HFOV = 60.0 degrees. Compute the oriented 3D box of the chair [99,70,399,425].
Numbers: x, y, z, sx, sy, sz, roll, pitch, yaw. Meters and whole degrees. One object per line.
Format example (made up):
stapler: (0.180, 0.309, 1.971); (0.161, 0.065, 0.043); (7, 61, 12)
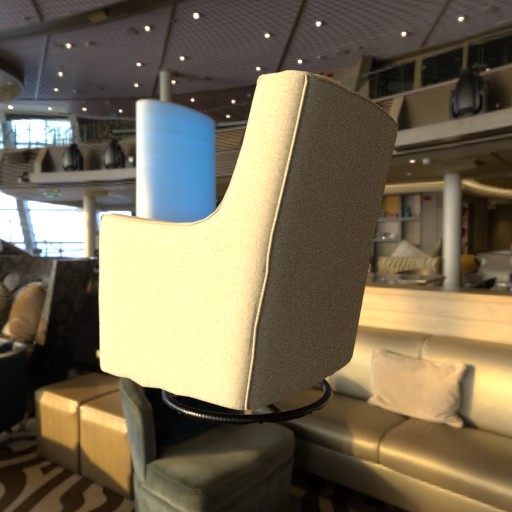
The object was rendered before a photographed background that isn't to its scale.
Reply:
chair: (0.000, 0.000, 1.580); (0.879, 0.993, 0.732); (1, 2, 36)
